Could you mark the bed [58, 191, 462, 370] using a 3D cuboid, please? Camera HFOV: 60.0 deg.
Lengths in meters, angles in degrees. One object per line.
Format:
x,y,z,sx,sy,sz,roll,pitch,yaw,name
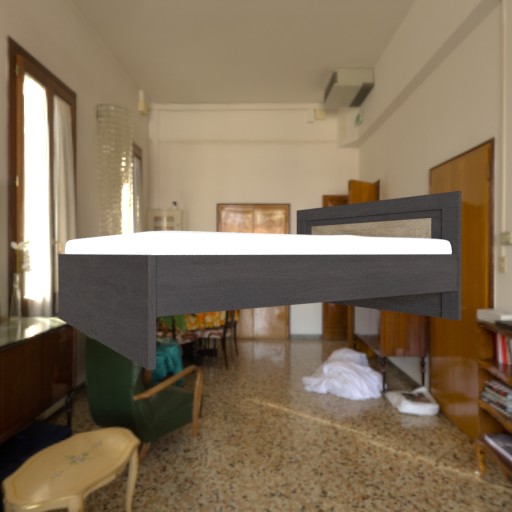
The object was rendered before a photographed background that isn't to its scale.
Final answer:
0.000,0.000,2.868,2.073,0.823,1.585,0,0,-35,bed
